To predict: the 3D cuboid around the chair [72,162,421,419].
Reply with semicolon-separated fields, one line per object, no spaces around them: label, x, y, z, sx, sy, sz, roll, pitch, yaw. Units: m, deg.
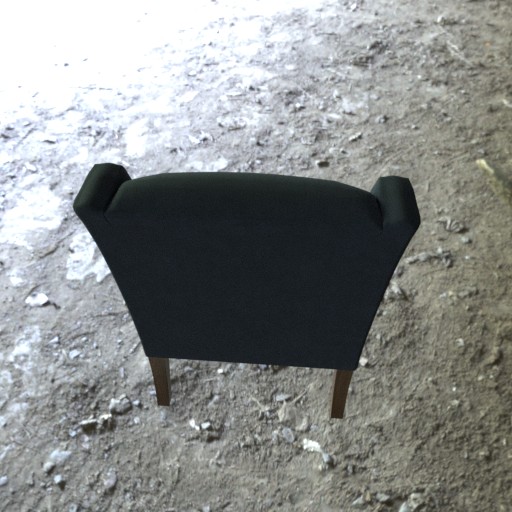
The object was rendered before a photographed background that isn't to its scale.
chair;0.000;0.000;1.286;0.629;0.895;0.629;3;47;3
